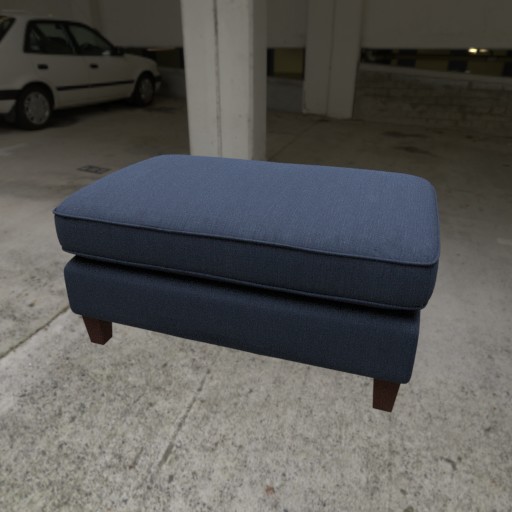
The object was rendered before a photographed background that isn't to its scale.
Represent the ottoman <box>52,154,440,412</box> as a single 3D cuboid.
[{"bbox_3d":[0.000,0.000,1.215,0.885,0.438,0.570,8,27,17],"label":"ottoman"}]
